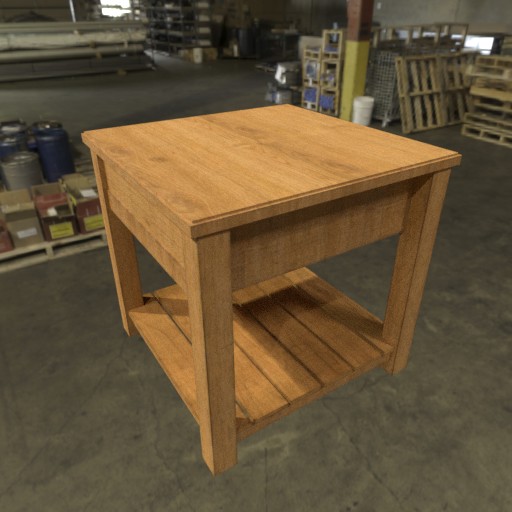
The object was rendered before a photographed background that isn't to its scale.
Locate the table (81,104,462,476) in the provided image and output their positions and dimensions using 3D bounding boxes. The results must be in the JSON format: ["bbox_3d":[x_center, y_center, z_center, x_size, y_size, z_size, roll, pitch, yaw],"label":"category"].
[{"bbox_3d":[0.000,0.000,1.137,0.616,0.593,0.612,-18,34,-28],"label":"table"}]
